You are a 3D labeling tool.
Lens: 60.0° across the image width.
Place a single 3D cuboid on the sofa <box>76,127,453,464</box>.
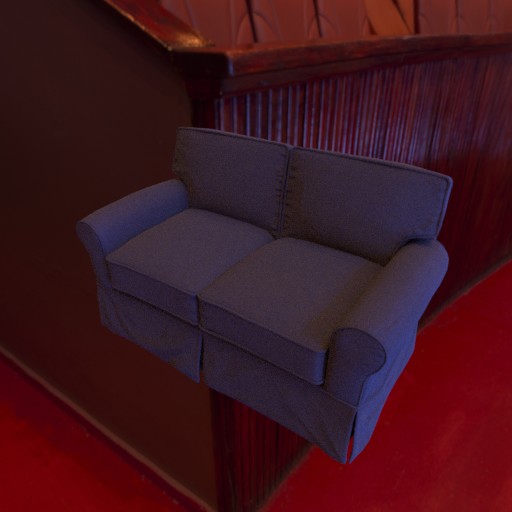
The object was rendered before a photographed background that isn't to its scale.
[{"bbox_3d":[0.000,0.000,2.352,1.801,1.059,0.997,19,34,30],"label":"sofa"}]
